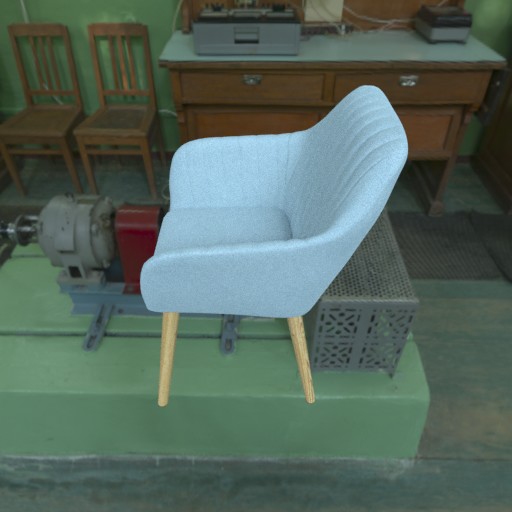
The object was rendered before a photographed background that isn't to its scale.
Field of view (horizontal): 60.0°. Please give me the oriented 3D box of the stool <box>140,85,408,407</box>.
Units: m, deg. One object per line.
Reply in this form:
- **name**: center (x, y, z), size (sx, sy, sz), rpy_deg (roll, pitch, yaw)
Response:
- **stool**: center (0.000, 0.000, 1.204), size (0.590, 0.830, 0.503), rpy_deg (0, 41, 0)
